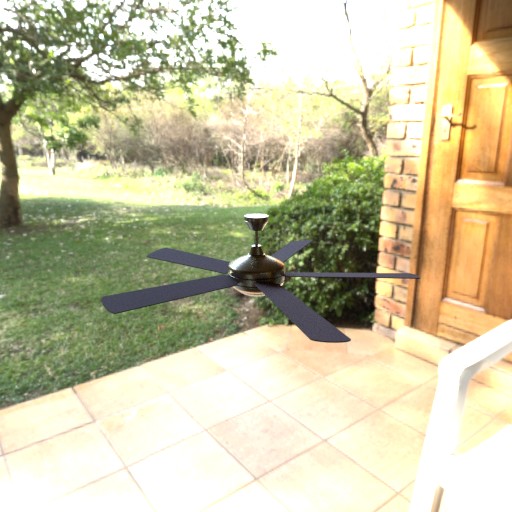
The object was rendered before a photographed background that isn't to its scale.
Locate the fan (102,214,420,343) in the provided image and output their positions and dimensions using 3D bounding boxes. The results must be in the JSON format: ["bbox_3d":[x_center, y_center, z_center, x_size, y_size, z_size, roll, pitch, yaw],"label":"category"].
[{"bbox_3d":[0.000,0.000,1.940,1.321,0.356,1.321,-14,21,-42],"label":"fan"}]
